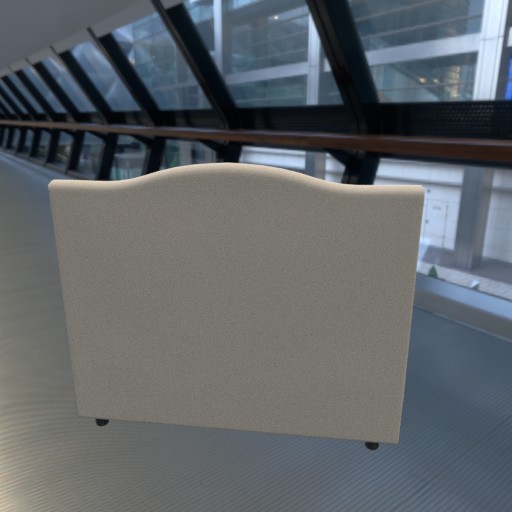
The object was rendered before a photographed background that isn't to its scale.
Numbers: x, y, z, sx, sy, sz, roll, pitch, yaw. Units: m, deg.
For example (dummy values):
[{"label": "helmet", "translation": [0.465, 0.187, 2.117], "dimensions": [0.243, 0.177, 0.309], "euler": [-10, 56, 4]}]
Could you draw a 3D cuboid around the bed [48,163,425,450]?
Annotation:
[{"label": "bed", "translation": [0.000, 0.000, 3.187], "dimensions": [1.753, 1.460, 2.143], "euler": [2, 16, 7]}]
